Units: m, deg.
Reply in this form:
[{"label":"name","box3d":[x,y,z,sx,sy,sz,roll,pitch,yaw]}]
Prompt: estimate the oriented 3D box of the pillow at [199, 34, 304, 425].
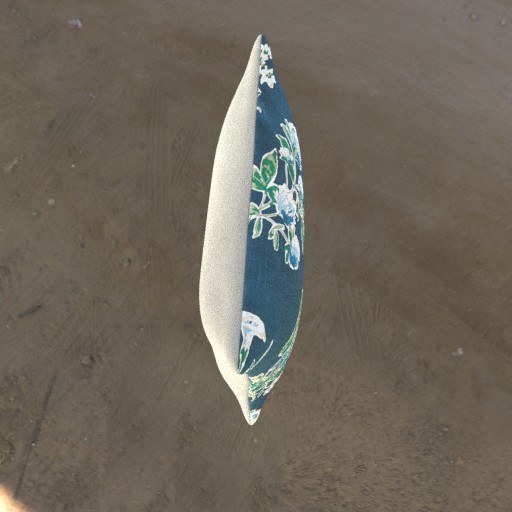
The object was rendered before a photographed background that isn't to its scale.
[{"label":"pillow","box3d":[0.000,0.000,0.801,0.166,0.508,0.525,3,63,1]}]
